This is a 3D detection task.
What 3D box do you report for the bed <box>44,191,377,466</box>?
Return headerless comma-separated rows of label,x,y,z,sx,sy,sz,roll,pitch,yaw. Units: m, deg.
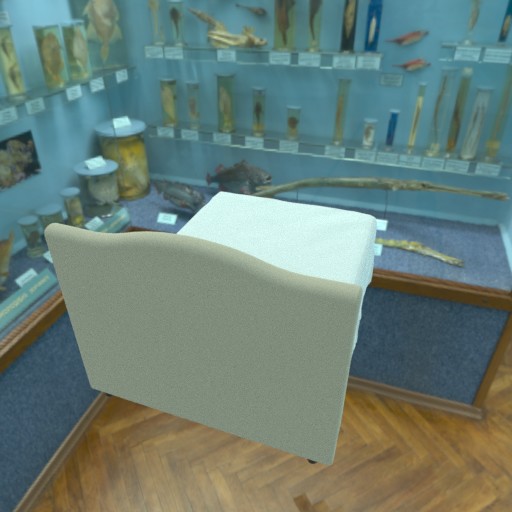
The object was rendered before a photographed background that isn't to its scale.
bed,0.000,0.000,3.375,1.753,1.460,2.143,11,35,17
